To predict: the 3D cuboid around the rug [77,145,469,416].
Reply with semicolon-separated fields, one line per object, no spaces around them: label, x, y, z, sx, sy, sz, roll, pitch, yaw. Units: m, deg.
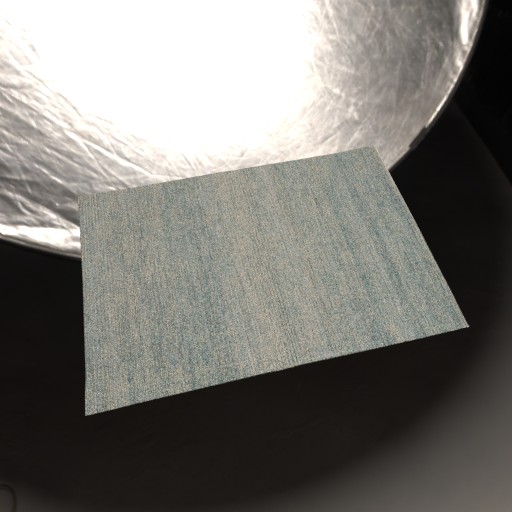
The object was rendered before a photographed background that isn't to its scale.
rug;0.000;0.000;5.231;4.078;0.052;2.802;-11;59;-7
